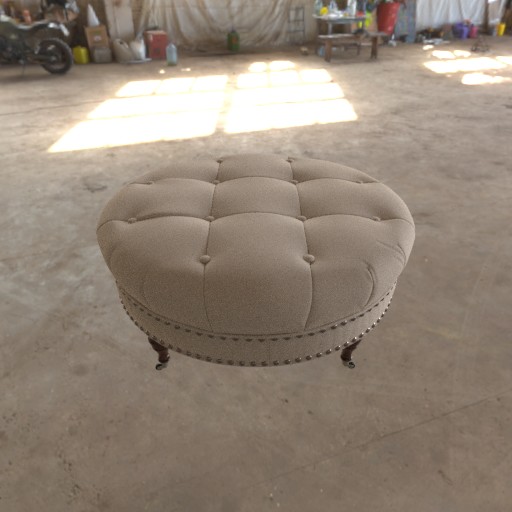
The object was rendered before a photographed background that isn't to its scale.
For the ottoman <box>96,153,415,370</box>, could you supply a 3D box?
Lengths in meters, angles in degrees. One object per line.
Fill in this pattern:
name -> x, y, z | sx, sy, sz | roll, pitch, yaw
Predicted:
ottoman -> 0.000, 0.000, 1.387 | 0.901, 0.439, 0.901 | 0, 33, 0
